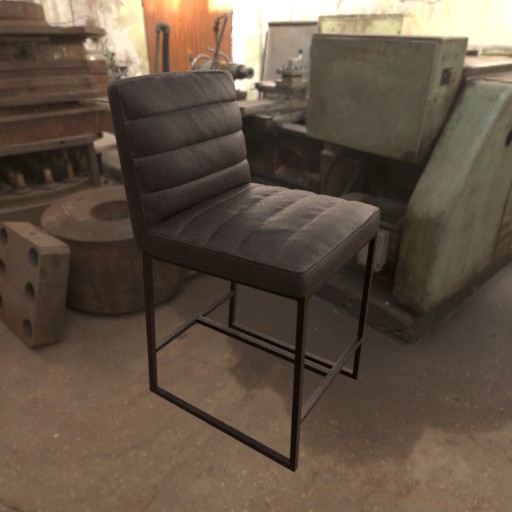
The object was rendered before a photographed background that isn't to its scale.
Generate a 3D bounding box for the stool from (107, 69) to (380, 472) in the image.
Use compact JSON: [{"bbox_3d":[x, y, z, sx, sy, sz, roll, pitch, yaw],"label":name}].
[{"bbox_3d":[0.000,0.000,1.252,0.562,0.946,0.463,17,31,30],"label":"stool"}]
